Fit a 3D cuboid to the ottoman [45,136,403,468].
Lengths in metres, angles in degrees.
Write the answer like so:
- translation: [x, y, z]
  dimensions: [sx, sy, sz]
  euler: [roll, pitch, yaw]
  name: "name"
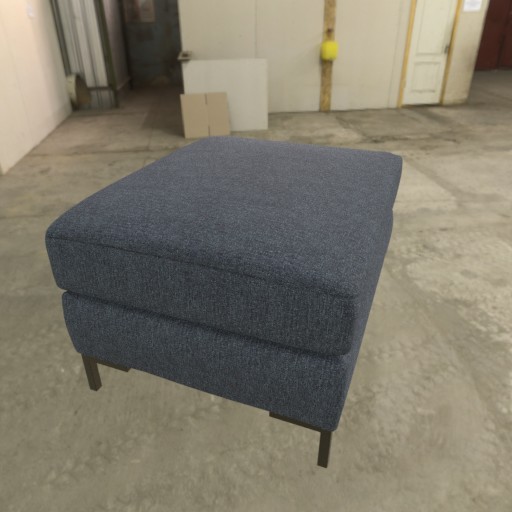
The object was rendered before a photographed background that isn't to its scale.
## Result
- translation: [0.000, 0.000, 1.274]
  dimensions: [0.695, 0.533, 0.831]
  euler: [11, 31, 18]
  name: "ottoman"
